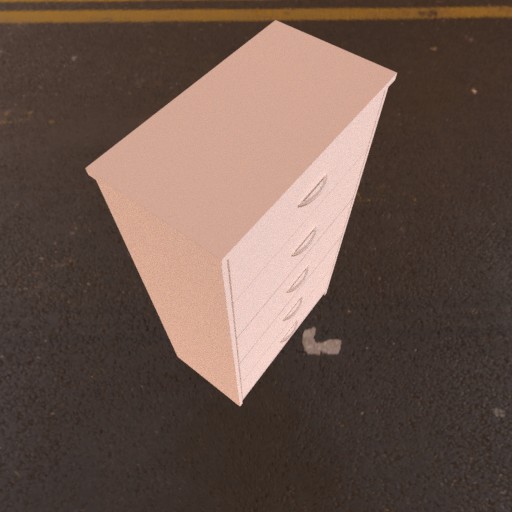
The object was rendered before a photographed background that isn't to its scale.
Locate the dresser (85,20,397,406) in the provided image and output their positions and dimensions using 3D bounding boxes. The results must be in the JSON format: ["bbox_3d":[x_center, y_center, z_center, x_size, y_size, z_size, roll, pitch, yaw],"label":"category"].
[{"bbox_3d":[0.000,0.000,1.583,0.399,1.255,0.704,33,64,18],"label":"dresser"}]
